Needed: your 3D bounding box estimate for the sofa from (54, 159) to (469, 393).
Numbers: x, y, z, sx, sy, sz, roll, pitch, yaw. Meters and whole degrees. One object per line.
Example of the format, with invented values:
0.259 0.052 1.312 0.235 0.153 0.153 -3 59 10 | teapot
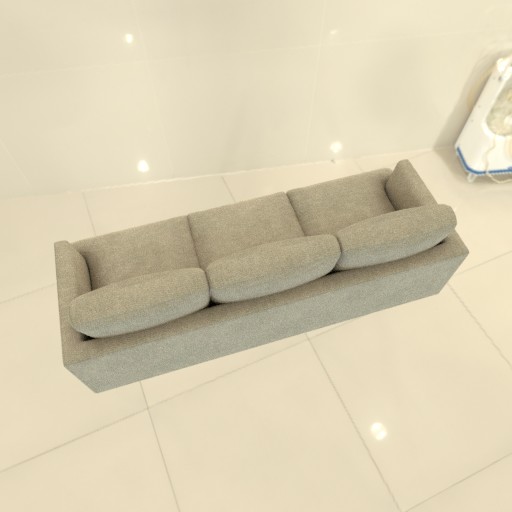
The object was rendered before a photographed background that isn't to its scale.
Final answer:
0.000 0.000 2.689 2.246 0.930 0.903 -15 59 -9 | sofa
